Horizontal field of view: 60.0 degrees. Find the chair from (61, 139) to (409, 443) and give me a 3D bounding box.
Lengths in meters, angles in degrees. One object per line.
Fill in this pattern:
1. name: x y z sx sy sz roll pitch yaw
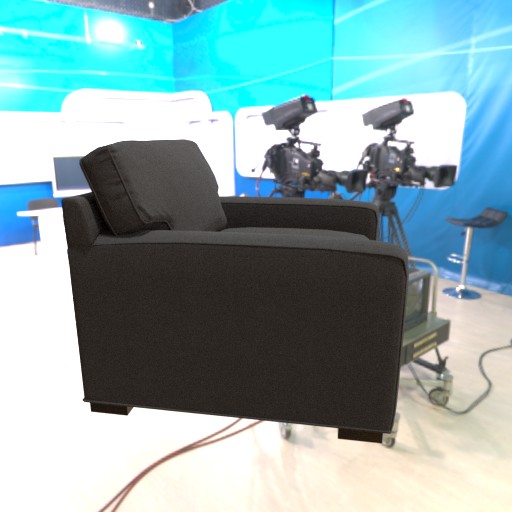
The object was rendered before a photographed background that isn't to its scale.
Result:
1. chair: 0.000 0.000 1.797 1.043 0.913 0.997 2 15 9
